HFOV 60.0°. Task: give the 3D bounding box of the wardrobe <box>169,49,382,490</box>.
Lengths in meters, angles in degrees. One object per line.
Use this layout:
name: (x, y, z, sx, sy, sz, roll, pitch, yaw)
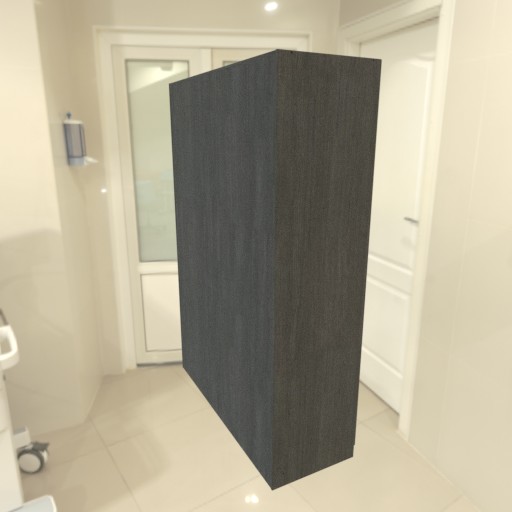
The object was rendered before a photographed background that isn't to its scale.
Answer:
wardrobe: (0.000, 0.000, 2.495, 0.510, 1.910, 1.290, -8, 17, -27)
